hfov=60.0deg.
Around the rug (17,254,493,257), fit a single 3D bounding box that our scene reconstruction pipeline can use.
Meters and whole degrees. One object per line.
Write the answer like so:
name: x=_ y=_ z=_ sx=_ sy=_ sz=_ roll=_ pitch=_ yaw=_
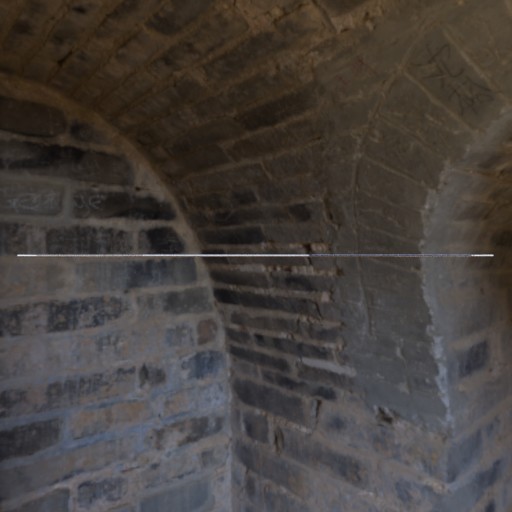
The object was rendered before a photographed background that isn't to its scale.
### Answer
rug: x=0.000 y=0.000 z=2.296 sx=1.828 sy=0.005 sz=1.220 roll=0 pitch=0 yaw=1
